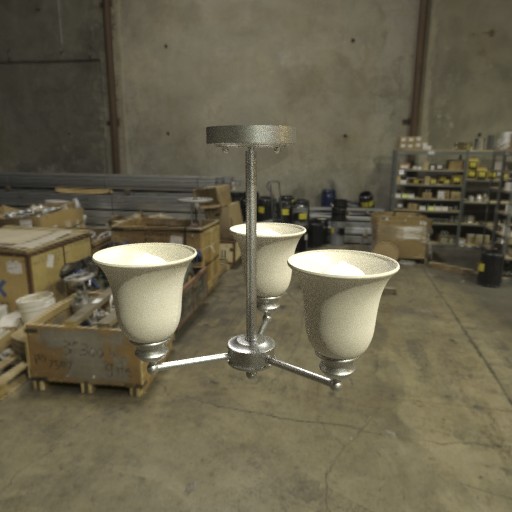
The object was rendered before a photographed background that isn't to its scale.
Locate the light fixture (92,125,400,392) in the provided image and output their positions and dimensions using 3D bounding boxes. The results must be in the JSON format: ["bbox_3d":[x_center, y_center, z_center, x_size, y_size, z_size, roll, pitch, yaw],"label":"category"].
[{"bbox_3d":[0.000,0.000,0.672,0.388,0.370,0.354,2,13,10],"label":"light fixture"}]
